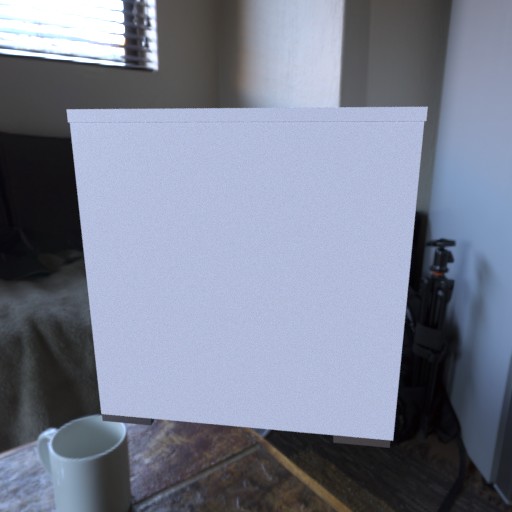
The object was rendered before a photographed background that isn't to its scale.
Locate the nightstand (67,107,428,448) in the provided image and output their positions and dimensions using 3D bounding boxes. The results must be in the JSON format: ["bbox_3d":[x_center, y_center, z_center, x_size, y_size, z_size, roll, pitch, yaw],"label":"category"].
[{"bbox_3d":[0.000,0.000,0.751,0.441,0.460,0.325,2,16,8],"label":"nightstand"}]
